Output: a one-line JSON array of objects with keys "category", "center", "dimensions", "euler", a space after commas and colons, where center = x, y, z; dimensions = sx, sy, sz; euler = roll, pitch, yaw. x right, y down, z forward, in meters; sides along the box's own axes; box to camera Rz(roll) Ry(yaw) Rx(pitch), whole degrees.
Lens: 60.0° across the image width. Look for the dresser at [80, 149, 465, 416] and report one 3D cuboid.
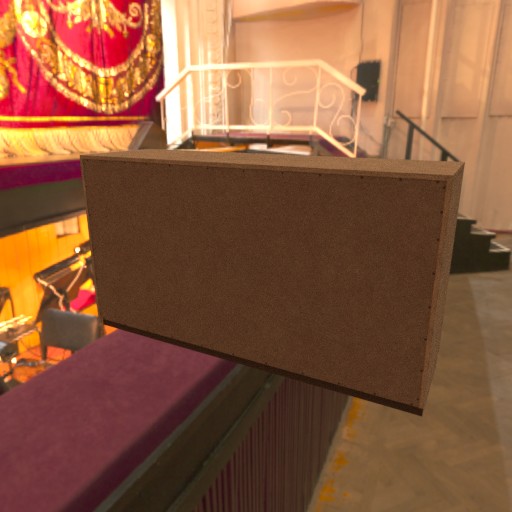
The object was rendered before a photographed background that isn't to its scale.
[{"category": "dresser", "center": [0.000, 0.000, 2.057], "dimensions": [1.628, 0.889, 0.483], "euler": [9, 20, 27]}]
